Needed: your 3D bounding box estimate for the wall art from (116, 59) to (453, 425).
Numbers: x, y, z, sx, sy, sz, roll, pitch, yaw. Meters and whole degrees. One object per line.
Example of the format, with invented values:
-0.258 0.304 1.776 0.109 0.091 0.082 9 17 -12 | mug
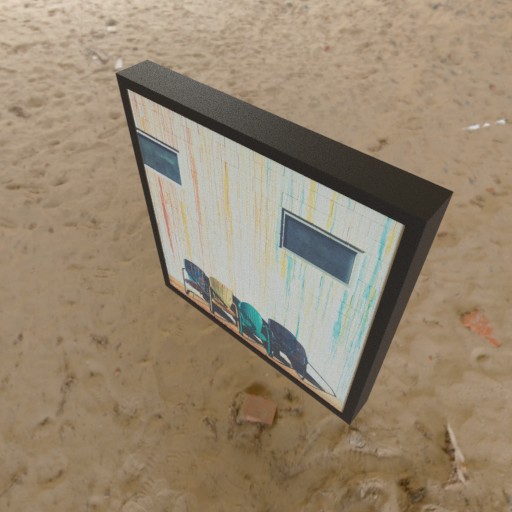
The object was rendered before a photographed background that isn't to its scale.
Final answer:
0.000 0.000 0.454 0.304 0.304 0.038 32 55 26 | wall art
